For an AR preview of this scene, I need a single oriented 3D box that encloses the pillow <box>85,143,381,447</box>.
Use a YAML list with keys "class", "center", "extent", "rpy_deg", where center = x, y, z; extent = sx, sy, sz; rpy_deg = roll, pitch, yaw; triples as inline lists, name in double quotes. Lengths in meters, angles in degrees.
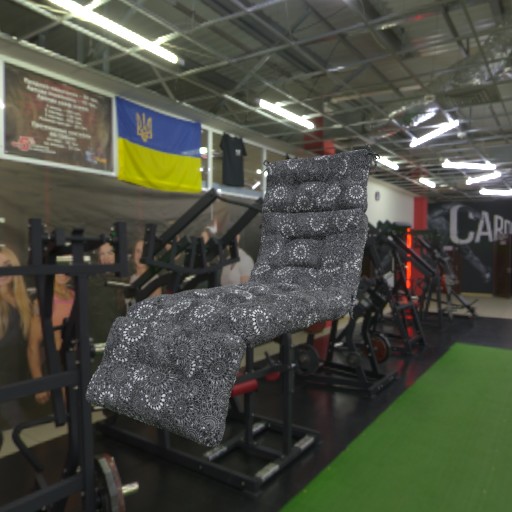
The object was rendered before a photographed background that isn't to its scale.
- class: "pillow"
  center: [0.000, 0.000, 1.517]
  extent: [0.526, 0.863, 1.016]
  rpy_deg: [1, 2, 37]
